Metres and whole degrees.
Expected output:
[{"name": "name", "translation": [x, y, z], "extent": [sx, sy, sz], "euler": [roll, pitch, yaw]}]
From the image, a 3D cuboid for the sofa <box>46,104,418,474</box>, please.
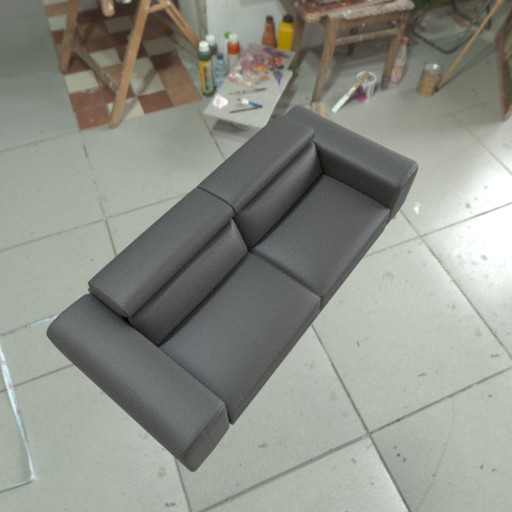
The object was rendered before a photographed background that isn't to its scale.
[{"name": "sofa", "translation": [0.000, 0.000, 2.790], "extent": [1.023, 0.759, 2.321], "euler": [33, 63, 20]}]
